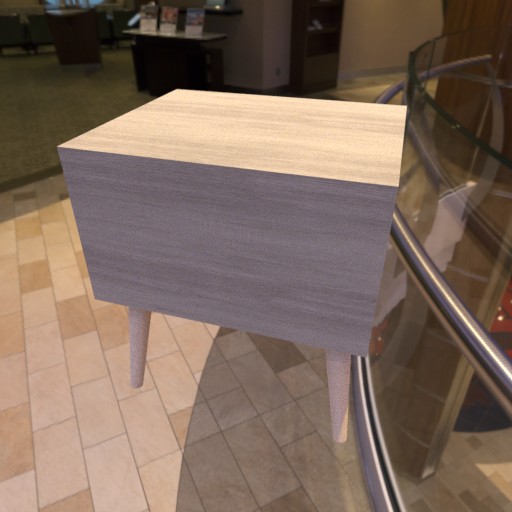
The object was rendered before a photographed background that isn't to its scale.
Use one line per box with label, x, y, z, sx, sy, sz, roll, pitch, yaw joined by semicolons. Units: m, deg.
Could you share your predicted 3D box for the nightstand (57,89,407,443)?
nightstand;0.000;0.000;0.835;0.450;0.500;0.380;10;34;15
